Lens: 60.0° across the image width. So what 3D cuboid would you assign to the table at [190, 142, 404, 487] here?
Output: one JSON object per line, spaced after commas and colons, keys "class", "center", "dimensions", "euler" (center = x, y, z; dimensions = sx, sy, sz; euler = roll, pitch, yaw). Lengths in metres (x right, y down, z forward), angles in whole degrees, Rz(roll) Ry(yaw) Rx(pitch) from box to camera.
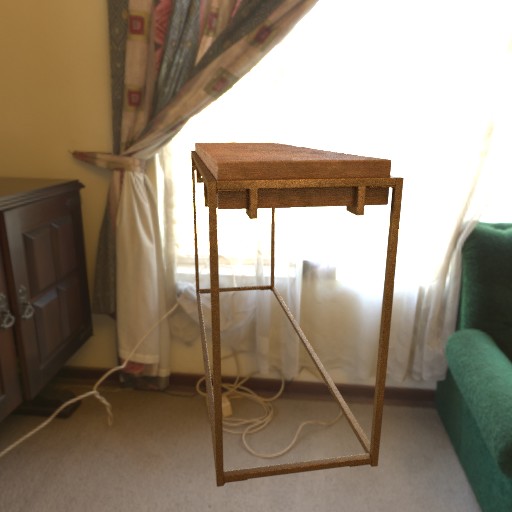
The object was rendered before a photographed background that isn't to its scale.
{"class": "table", "center": [0.000, 0.000, 1.727], "dimensions": [0.440, 0.820, 1.400], "euler": [-3, 16, -9]}
